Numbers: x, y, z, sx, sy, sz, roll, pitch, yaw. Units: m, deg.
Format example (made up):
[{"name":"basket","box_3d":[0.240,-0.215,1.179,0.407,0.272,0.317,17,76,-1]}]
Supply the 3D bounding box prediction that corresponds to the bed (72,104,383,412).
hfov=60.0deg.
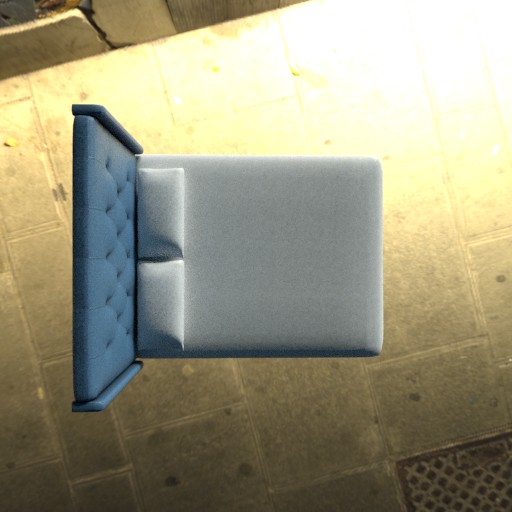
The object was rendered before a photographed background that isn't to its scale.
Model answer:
[{"name":"bed","box_3d":[0.000,0.000,3.267,2.078,1.665,1.719,0,90,-1]}]
